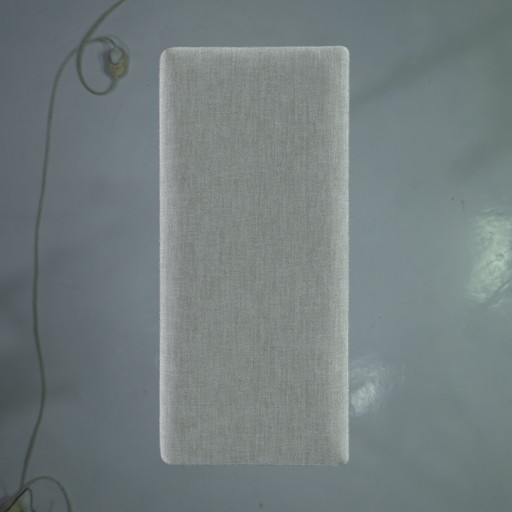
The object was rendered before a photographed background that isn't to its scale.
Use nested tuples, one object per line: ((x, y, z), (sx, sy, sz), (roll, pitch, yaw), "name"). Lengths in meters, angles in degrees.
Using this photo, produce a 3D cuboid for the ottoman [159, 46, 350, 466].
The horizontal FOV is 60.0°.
((0.000, 0.000, 1.116), (0.419, 0.432, 0.902), (0, 90, 1), "ottoman")
